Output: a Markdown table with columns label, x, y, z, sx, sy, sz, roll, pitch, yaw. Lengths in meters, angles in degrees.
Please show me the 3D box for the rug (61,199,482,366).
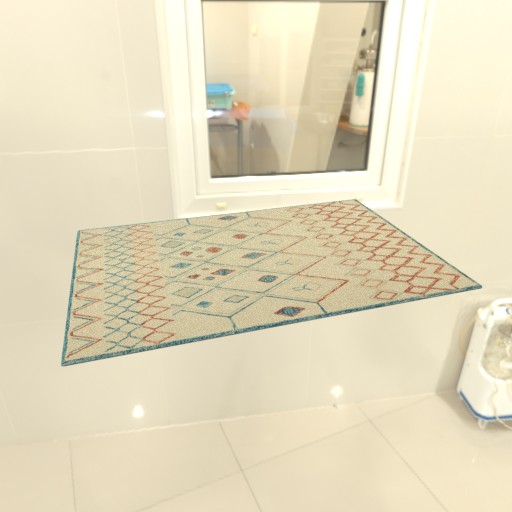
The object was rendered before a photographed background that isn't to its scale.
| label | x | y | z | sx | sy | sz | roll | pitch | yaw |
| --- | --- | --- | --- | --- | --- | --- | --- | --- | --- |
| rug | 0.000 | 0.000 | 2.335 | 1.829 | 0.016 | 1.219 | -8 | 28 | -15 |
